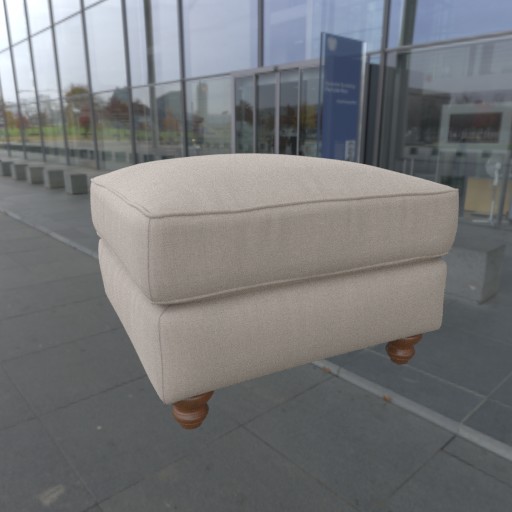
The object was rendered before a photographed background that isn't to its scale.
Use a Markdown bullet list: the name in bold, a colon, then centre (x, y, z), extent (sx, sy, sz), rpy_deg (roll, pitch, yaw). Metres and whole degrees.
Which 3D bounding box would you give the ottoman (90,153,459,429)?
- **ottoman**: centre (0.000, 0.000, 1.131), extent (0.716, 0.505, 0.662), rpy_deg (-8, 17, -26)
